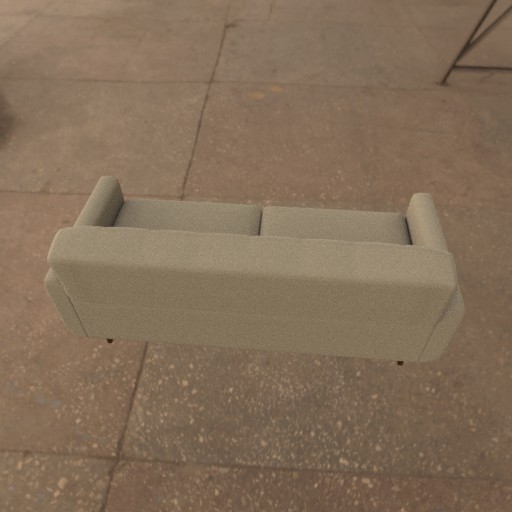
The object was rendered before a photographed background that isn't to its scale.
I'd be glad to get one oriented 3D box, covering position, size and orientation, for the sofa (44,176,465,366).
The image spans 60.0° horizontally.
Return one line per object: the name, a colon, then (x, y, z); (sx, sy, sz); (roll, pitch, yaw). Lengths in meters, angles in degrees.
sofa: (0.000, 0.000, 2.625); (2.137, 0.892, 0.980); (4, 46, 3)
